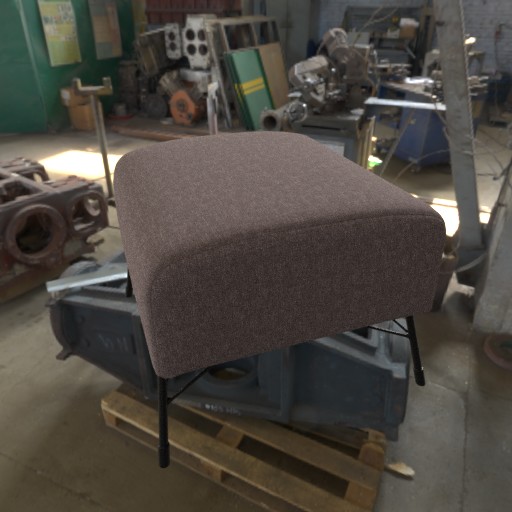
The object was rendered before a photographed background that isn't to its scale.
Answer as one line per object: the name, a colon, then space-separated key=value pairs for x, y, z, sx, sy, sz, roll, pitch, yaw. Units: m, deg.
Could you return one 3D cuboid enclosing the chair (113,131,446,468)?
chair: x=0.000 y=0.000 z=0.913 sx=0.530 sy=0.410 sz=0.530 roll=-10 pitch=32 yaw=-17
